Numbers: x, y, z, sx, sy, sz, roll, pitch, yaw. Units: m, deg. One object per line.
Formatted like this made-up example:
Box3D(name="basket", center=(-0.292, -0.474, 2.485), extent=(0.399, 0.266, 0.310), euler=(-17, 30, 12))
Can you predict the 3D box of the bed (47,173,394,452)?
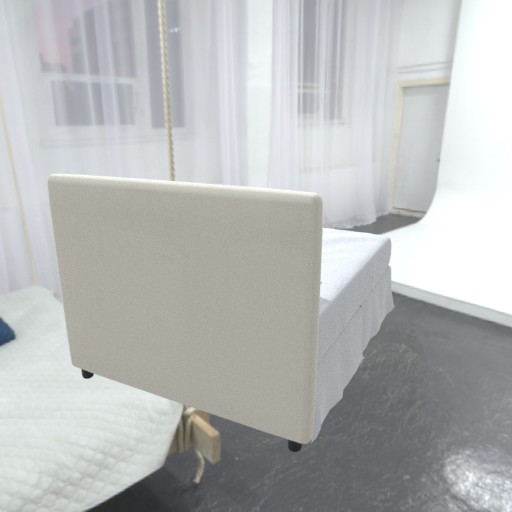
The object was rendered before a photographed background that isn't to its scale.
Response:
Box3D(name="bed", center=(0.000, 0.000, 3.260), extent=(1.713, 1.330, 2.142), euler=(8, 19, 26))
